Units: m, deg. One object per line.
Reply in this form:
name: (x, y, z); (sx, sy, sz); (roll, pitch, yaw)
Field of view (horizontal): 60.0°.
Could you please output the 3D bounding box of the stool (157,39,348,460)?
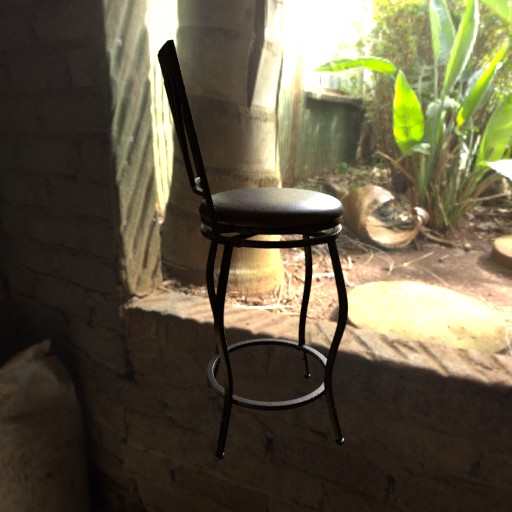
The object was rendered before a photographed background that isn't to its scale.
stool: (0.000, 0.000, 1.343); (0.514, 1.117, 0.433); (-3, 17, -9)
